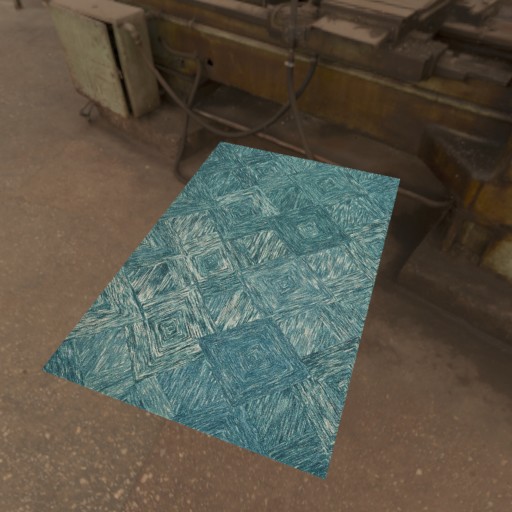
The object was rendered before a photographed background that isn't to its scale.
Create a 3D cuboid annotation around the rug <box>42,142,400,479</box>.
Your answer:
[{"bbox_3d":[0.000,0.000,2.820,1.490,0.015,2.277,15,48,14],"label":"rug"}]
